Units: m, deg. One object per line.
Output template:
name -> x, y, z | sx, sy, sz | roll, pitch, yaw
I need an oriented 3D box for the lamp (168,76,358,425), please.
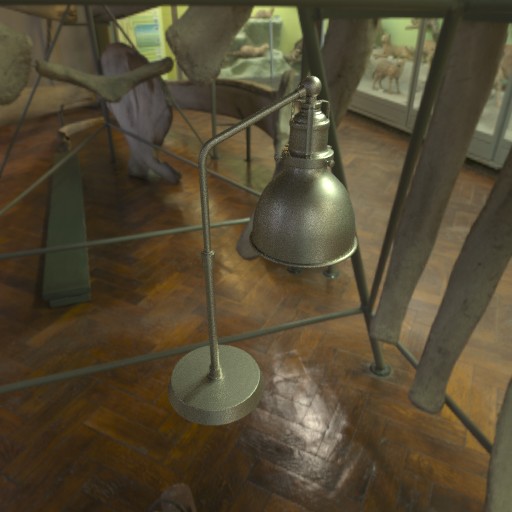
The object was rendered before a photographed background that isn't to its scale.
lamp -> 0.000, 0.000, 0.608 | 0.286, 0.456, 0.153 | -9, 32, -15
